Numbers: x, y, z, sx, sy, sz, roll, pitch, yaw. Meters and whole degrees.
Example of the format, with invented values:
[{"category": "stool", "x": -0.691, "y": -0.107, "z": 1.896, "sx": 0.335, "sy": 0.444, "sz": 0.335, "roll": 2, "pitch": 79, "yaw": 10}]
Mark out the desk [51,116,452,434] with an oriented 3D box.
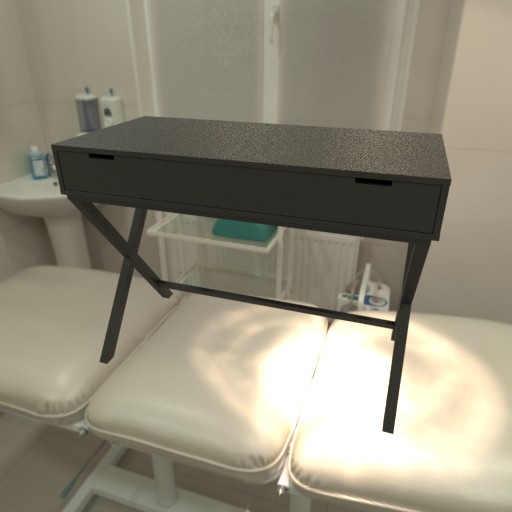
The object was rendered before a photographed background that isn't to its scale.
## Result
[{"category": "desk", "x": 0.000, "y": 0.000, "z": 1.495, "sx": 1.057, "sy": 0.780, "sz": 0.504, "roll": 8, "pitch": 28, "yaw": 16}]
